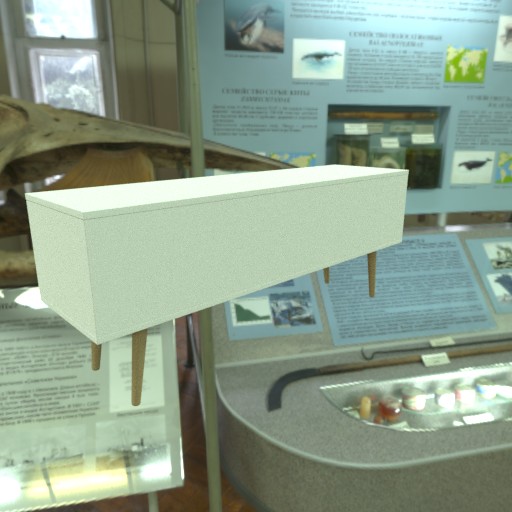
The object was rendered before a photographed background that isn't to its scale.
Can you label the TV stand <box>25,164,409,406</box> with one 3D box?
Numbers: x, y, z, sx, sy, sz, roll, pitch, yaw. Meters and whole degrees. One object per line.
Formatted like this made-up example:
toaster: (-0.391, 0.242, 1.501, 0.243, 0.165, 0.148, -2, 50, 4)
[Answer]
TV stand: (0.000, 0.000, 1.626, 1.398, 0.560, 0.401, -15, 22, -41)
